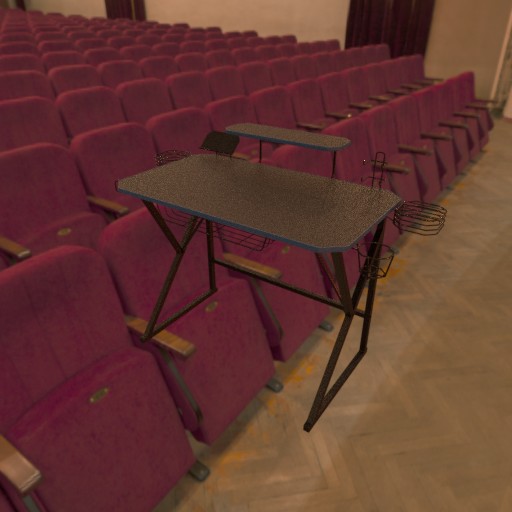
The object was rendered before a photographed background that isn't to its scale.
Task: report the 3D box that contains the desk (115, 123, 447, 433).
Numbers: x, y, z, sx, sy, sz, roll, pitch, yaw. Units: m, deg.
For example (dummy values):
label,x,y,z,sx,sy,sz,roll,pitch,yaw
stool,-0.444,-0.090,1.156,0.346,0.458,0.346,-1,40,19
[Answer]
label,x,y,z,sx,sy,sz,roll,pitch,yaw
desk,0.000,0.000,1.808,1.295,0.909,0.594,19,34,30
